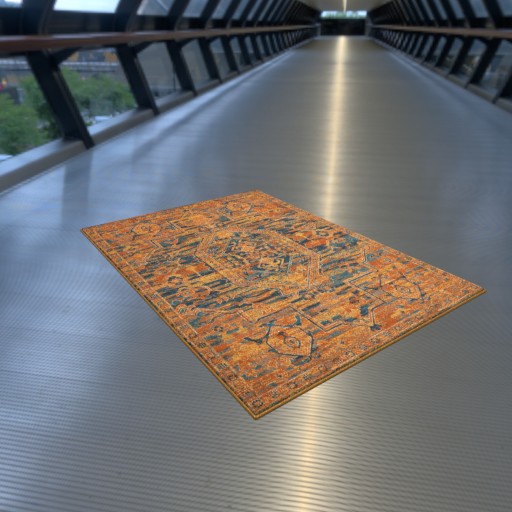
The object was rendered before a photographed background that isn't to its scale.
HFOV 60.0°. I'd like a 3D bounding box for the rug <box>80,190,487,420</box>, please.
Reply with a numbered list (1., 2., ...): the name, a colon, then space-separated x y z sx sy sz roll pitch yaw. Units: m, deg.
1. rug: 0.000 0.000 2.851 1.588 0.024 2.204 -18 31 -31
